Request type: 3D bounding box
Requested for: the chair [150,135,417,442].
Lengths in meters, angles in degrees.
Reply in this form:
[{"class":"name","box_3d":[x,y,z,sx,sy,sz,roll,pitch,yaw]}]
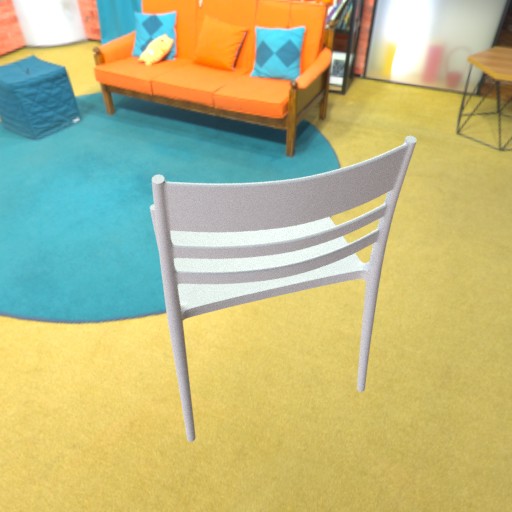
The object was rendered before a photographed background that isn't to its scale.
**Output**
[{"class":"chair","box_3d":[0.000,0.000,1.155,0.531,0.800,0.511,-12,43,-13]}]
